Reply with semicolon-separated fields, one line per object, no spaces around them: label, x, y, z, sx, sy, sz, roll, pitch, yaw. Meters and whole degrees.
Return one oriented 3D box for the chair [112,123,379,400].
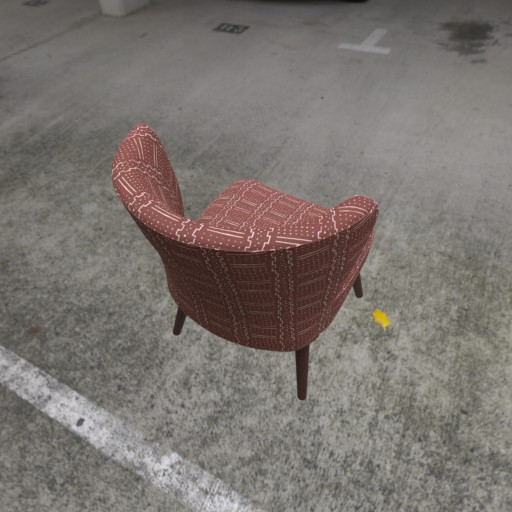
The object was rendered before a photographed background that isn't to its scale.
chair;0.000;0.000;1.450;0.706;0.866;0.758;22;51;20
